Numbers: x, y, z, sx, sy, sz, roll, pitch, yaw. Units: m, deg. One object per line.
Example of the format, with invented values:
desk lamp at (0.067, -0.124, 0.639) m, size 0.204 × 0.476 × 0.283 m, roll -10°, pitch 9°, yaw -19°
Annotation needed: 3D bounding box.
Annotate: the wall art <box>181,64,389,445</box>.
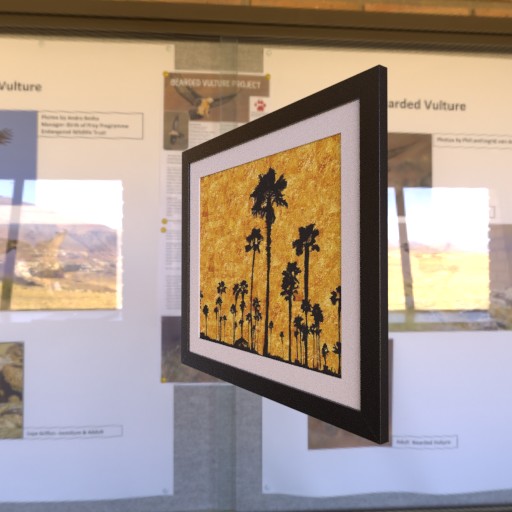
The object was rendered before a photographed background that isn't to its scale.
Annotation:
wall art at (0.000, 0.000, 0.543) m, size 0.012 × 0.332 × 0.383 m, roll 1°, pitch -1°, yaw -36°
